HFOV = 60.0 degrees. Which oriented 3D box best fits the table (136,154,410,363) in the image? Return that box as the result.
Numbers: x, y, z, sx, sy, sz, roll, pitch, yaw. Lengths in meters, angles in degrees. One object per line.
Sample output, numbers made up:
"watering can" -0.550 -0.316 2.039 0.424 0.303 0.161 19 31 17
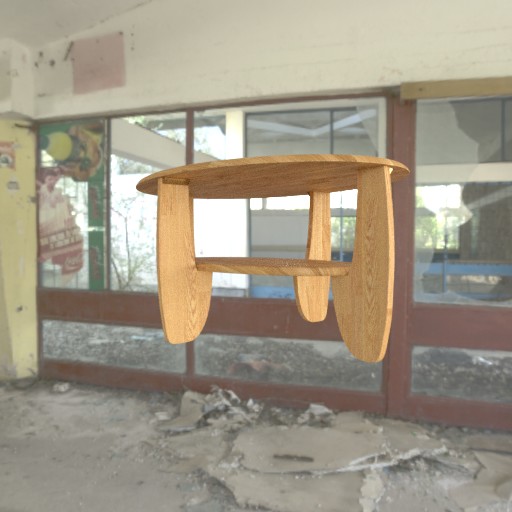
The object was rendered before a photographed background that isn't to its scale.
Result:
"table" 0.000 0.000 1.443 0.690 0.490 1.040 -2 3 -37
